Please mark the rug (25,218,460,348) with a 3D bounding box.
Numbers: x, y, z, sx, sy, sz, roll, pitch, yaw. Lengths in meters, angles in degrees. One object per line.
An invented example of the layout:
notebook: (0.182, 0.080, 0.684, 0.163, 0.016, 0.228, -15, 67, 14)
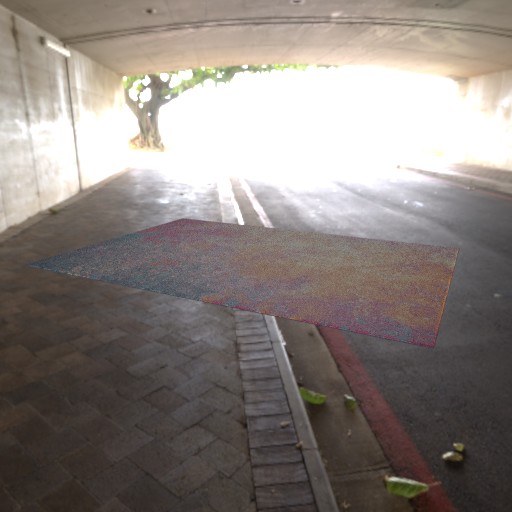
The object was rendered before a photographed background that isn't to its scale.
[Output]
rug: (0.000, 0.000, 3.560, 2.896, 0.013, 2.007, 8, 18, 26)
